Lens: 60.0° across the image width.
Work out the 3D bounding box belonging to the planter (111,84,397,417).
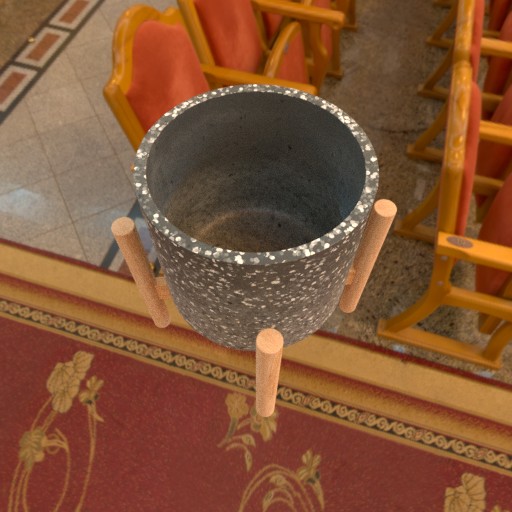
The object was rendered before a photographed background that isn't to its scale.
[{"bbox_3d":[0.000,0.000,0.539,0.284,0.320,0.284,15,58,9],"label":"planter"}]
